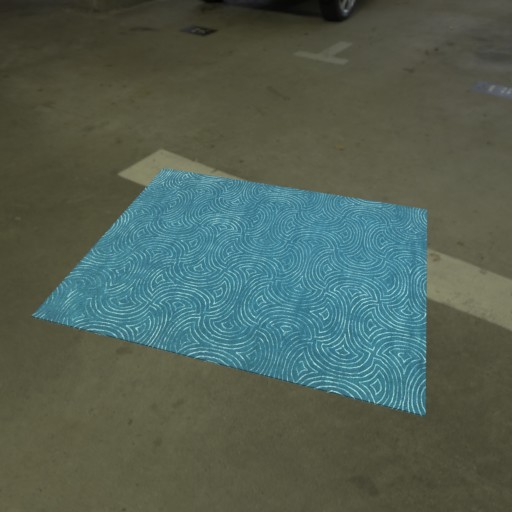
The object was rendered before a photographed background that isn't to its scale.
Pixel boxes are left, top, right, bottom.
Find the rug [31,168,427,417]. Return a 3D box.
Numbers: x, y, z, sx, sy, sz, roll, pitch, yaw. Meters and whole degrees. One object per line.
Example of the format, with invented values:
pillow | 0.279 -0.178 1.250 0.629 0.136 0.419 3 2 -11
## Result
rug | 0.000 0.000 4.098 3.033 0.012 2.432 11 42 12
